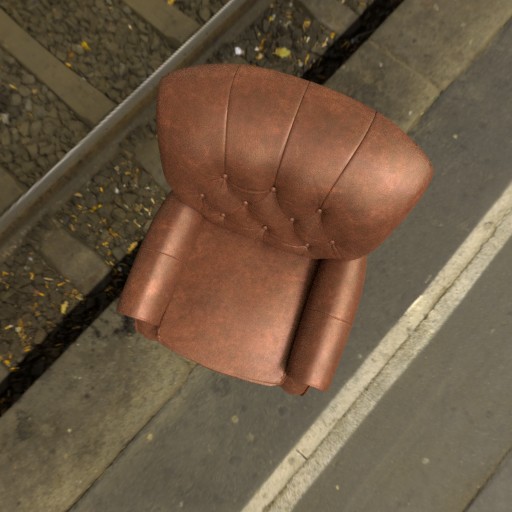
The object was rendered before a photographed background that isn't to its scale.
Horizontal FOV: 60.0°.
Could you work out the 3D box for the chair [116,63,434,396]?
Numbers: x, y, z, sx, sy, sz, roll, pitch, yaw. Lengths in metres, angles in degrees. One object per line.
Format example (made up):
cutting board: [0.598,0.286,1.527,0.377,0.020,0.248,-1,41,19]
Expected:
chair: [0.000,0.000,1.911,0.979,1.162,1.031,20,78,4]
